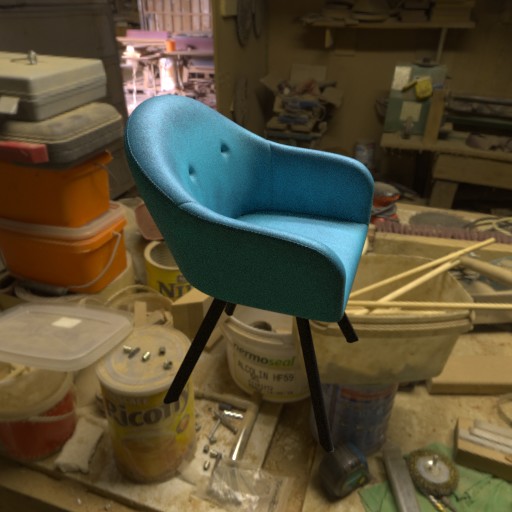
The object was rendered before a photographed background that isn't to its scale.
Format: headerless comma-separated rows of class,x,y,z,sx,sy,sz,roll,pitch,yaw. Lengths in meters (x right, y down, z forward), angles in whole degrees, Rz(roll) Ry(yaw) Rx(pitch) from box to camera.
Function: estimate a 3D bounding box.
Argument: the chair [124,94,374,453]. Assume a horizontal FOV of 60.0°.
chair,0.000,0.000,1.179,0.570,0.780,0.540,10,32,17
